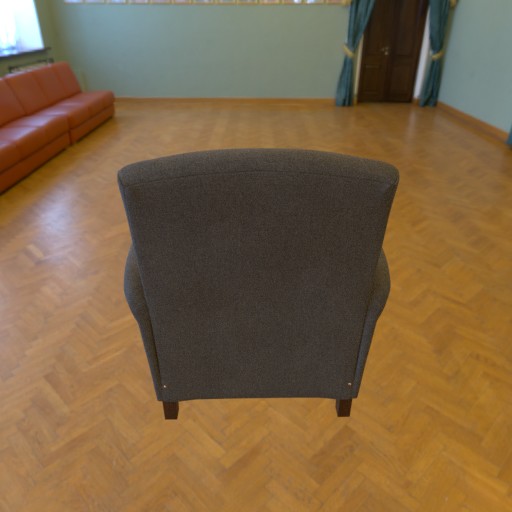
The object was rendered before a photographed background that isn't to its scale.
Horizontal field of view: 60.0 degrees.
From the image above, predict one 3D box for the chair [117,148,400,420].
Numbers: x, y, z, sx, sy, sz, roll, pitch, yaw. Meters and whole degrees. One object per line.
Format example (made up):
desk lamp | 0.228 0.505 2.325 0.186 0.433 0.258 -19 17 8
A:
chair | 0.000 0.000 1.742 0.978 1.061 0.905 -1 29 -1
